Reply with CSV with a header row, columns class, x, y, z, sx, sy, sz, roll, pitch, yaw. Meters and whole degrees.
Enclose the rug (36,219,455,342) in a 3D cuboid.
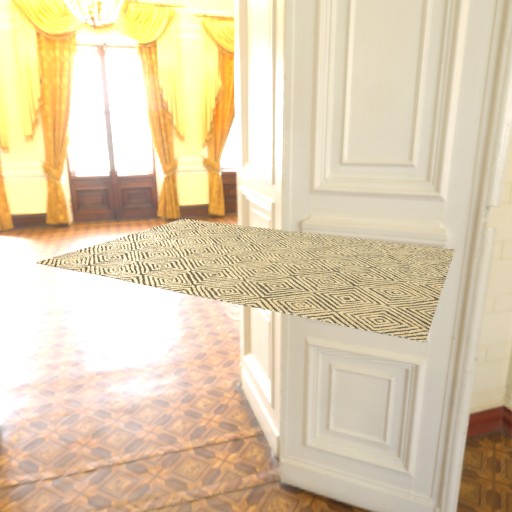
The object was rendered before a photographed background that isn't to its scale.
class,x,y,z,sx,sy,sz,roll,pitch,yaw
rug,0.000,0.000,2.215,1.750,0.004,1.177,8,18,26
